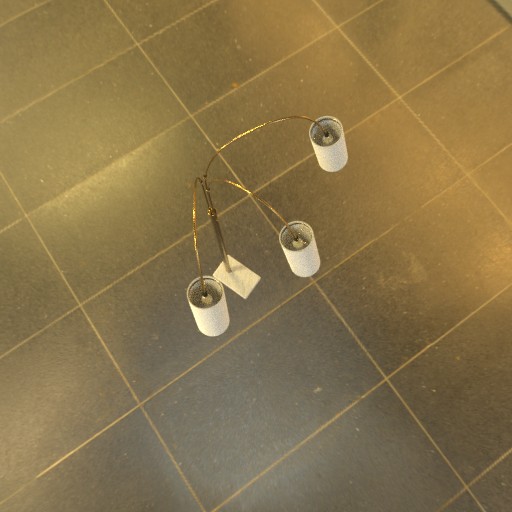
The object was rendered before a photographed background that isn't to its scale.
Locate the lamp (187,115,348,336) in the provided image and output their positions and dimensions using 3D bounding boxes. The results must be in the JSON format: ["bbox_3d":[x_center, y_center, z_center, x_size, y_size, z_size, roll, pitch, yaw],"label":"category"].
[{"bbox_3d":[0.000,0.000,2.482,0.667,2.055,1.020,35,78,8],"label":"lamp"}]
